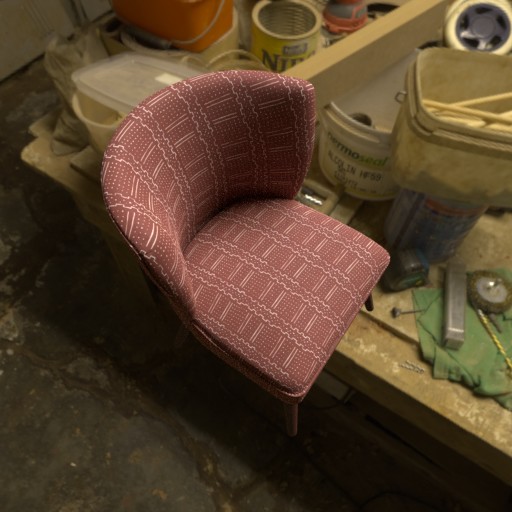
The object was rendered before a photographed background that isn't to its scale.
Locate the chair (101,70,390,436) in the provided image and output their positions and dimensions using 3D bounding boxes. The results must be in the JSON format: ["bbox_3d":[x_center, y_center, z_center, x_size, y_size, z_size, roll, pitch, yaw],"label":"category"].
[{"bbox_3d":[0.000,0.000,1.416,0.758,0.866,0.706,31,63,18],"label":"chair"}]
